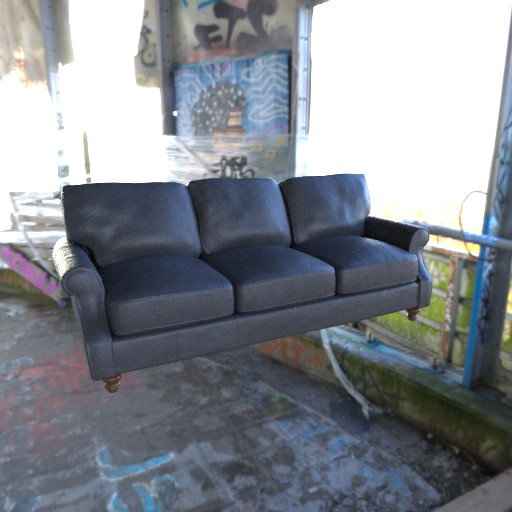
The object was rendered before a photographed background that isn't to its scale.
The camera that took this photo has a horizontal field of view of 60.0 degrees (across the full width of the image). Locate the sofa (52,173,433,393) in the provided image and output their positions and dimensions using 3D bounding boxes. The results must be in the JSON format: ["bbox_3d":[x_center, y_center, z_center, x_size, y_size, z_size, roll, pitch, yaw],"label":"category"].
[{"bbox_3d":[0.000,0.000,2.878,2.387,0.977,0.974,-7,16,-26],"label":"sofa"}]
